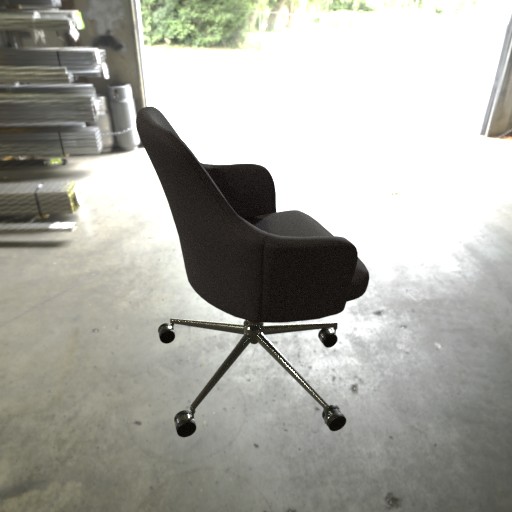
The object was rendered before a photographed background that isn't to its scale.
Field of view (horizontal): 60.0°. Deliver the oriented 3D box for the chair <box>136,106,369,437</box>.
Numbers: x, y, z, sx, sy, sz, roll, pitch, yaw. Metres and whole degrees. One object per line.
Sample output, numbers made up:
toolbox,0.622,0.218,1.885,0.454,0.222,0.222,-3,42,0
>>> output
chair,0.000,0.000,1.266,0.600,0.820,0.655,-10,31,-17
